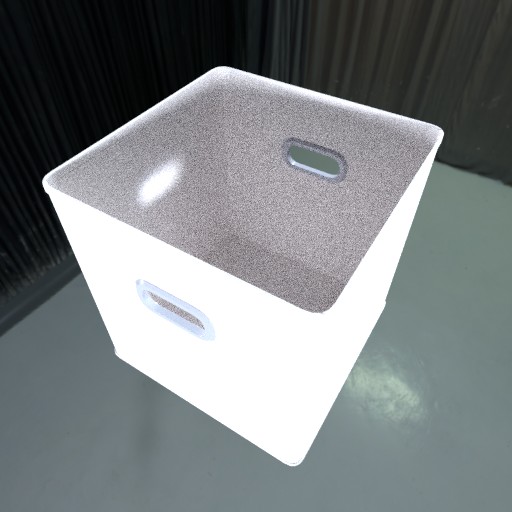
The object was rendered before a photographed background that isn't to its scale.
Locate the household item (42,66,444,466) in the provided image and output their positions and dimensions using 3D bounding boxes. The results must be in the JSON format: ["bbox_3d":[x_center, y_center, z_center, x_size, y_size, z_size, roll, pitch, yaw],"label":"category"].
[{"bbox_3d":[0.000,0.000,0.559,0.305,0.305,0.305,25,51,21],"label":"household item"}]
